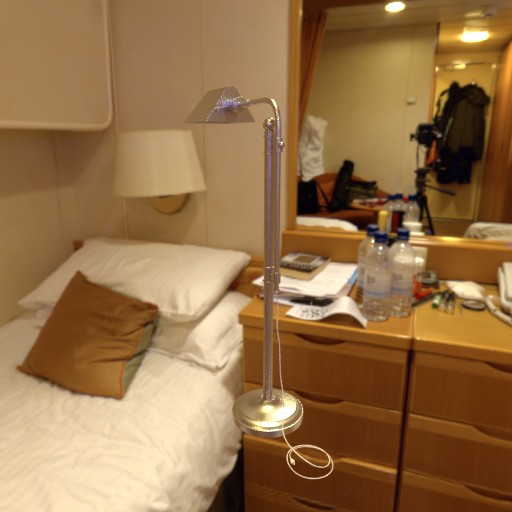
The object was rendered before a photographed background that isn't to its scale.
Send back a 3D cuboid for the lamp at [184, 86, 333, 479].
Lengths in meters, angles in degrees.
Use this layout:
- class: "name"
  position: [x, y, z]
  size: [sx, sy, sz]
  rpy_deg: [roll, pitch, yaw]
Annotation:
- class: "lamp"
  position: [0.000, 0.000, 0.952]
  size: [0.159, 0.708, 0.546]
  rpy_deg: [-7, 17, -25]
